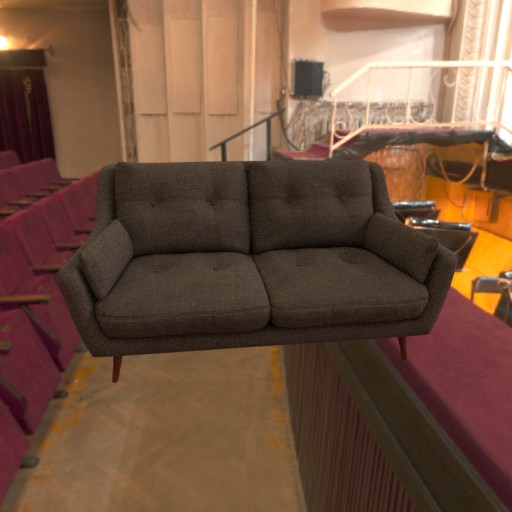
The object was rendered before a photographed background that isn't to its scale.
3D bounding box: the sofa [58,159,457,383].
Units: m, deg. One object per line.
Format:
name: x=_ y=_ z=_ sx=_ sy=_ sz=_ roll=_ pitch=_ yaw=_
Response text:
sofa: x=0.000 y=0.000 z=2.215 sx=1.646 sy=0.887 sz=0.976 roll=-2 pitch=17 yaw=-8
